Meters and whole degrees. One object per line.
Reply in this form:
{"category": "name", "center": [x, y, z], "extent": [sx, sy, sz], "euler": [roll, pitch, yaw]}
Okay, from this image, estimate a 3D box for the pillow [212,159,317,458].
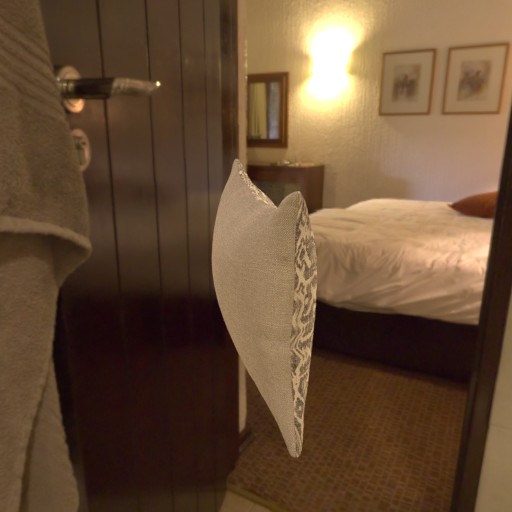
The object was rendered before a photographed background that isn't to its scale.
{"category": "pillow", "center": [0.000, 0.000, 0.746], "extent": [0.148, 0.290, 0.631], "euler": [-2, 15, -8]}
